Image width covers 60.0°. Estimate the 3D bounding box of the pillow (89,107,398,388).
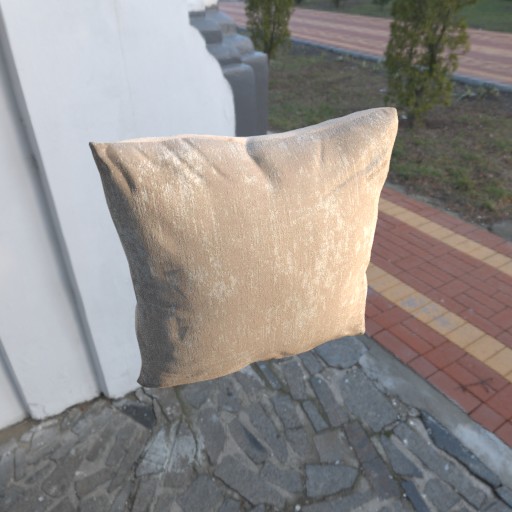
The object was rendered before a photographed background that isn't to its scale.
[{"bbox_3d":[0.000,0.000,0.731,0.450,0.448,0.245,-10,35,-15],"label":"pillow"}]
